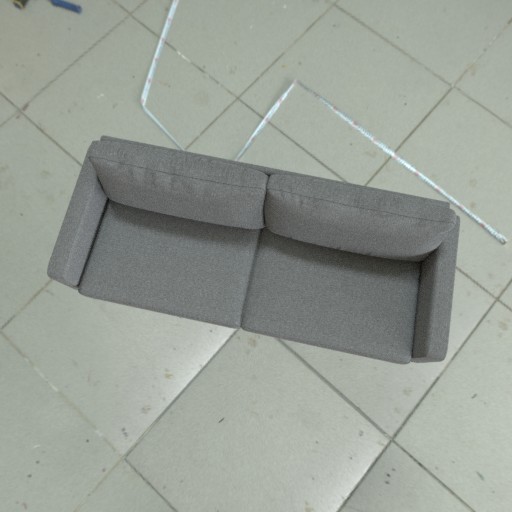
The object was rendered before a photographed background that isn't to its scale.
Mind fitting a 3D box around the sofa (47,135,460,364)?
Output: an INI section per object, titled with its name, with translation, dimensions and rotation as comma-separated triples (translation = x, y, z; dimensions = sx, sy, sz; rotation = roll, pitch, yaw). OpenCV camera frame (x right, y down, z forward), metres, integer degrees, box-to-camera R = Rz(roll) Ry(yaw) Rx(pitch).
[sofa]
translation = 0.000, 0.000, 2.640
dimensions = 2.200, 0.880, 0.880
rotation = 12, 75, 3
